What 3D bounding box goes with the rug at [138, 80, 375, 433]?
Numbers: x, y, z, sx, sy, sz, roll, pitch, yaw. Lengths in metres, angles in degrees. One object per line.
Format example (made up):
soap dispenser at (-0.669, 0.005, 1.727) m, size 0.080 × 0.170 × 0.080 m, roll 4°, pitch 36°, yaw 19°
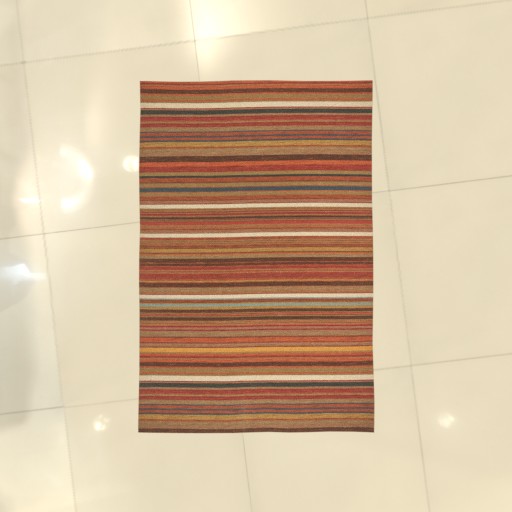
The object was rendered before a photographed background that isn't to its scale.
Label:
rug at (0.000, 0.000, 2.295) m, size 1.217 × 0.007 × 1.828 m, roll 0°, pitch 89°, yaw 1°
